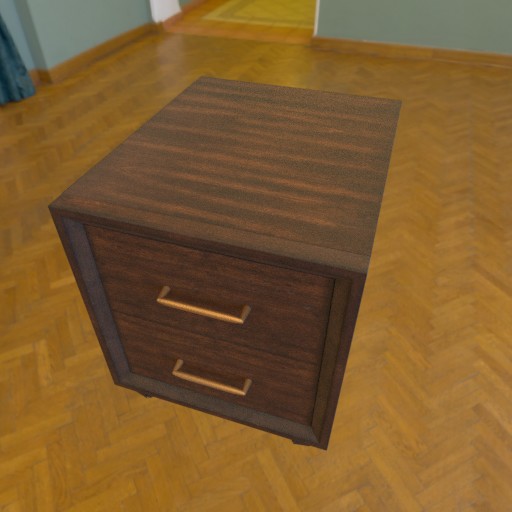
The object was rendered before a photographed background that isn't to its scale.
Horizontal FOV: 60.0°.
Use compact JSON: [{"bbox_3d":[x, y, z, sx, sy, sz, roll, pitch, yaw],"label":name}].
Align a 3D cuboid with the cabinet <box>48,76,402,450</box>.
[{"bbox_3d":[0.000,0.000,0.833,0.402,0.455,0.500,12,43,14],"label":"cabinet"}]
